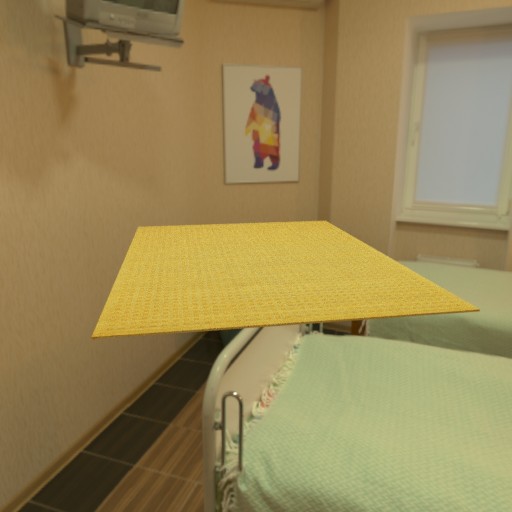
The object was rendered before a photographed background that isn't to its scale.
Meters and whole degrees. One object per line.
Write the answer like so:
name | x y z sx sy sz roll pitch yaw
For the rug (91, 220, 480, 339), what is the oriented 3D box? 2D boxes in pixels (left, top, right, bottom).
rug | 0.000 0.000 4.304 2.486 0.015 3.242 -3 15 -9
